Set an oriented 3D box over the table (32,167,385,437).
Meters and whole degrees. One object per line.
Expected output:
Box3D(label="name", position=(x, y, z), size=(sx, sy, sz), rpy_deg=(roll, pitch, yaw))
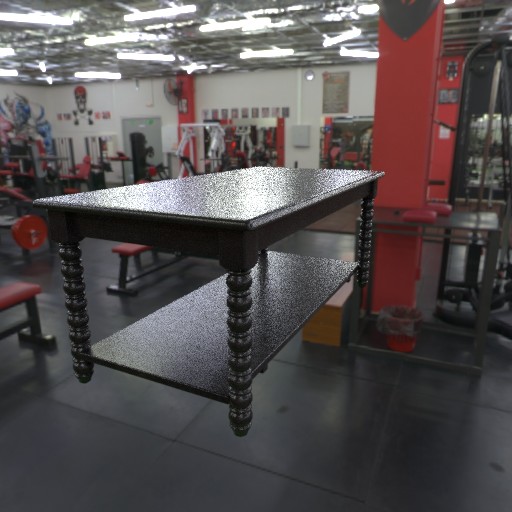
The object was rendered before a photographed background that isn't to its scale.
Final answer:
Box3D(label="table", position=(0.000, 0.000, 1.465), size=(0.580, 0.487, 1.171), rpy_deg=(8, 17, 26))
